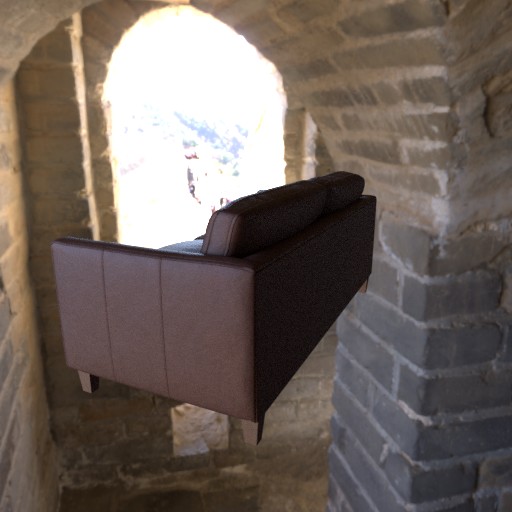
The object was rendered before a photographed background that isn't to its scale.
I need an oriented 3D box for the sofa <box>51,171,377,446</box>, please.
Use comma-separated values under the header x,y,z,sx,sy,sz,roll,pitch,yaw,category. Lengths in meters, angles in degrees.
x,y,z,sx,sy,sz,roll,pitch,yaw,category
0.000,0.000,2.446,0.923,0.863,1.971,7,16,25,sofa
